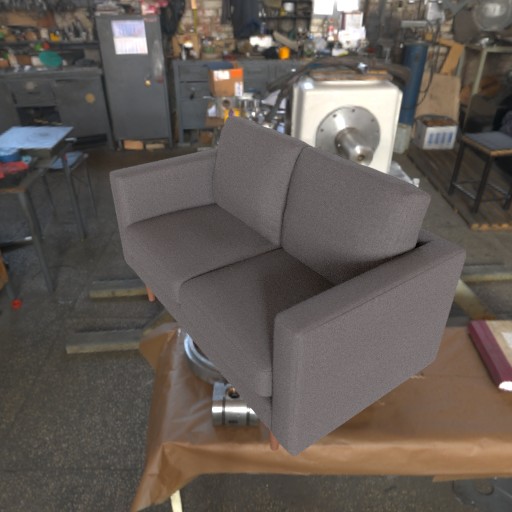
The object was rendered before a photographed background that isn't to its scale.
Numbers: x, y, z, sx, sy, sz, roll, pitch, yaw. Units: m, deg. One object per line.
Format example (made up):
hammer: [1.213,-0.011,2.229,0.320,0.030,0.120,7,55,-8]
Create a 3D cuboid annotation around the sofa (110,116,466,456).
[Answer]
sofa: [0.000,0.000,1.943,0.796,0.908,1.430,-21,38,-29]
